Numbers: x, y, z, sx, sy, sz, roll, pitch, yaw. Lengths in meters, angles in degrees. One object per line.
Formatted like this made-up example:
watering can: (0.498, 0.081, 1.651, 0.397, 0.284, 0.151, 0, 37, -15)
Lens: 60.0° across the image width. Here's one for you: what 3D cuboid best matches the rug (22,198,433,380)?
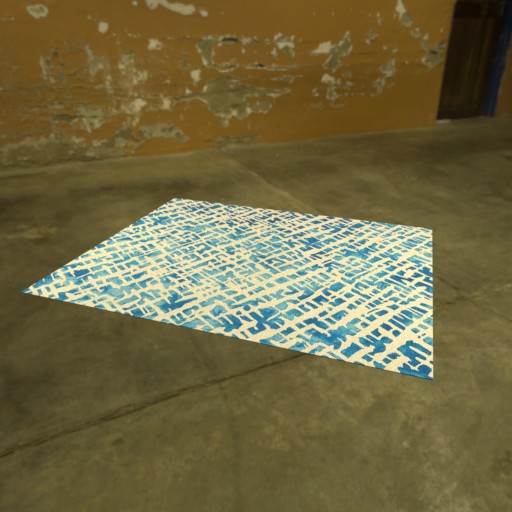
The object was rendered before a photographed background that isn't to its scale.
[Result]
rug: (0.000, 0.000, 4.007, 3.007, 0.007, 2.435, 9, 27, 18)
